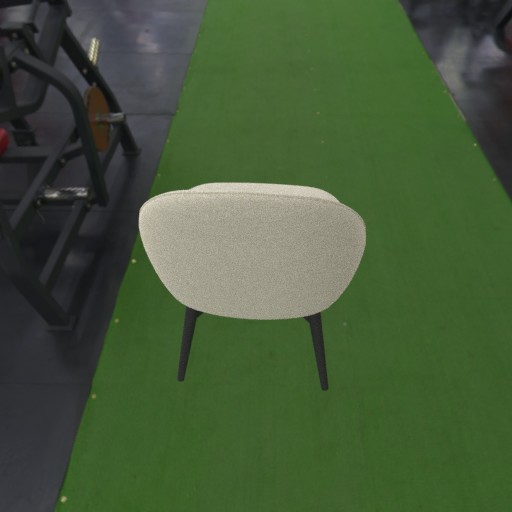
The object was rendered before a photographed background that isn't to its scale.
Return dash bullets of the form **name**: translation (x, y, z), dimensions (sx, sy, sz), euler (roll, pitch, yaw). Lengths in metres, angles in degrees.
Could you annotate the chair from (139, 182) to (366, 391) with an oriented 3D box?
- **chair**: translation (0.000, 0.000, 1.209), dimensions (0.532, 0.838, 0.540), euler (3, 47, 3)
